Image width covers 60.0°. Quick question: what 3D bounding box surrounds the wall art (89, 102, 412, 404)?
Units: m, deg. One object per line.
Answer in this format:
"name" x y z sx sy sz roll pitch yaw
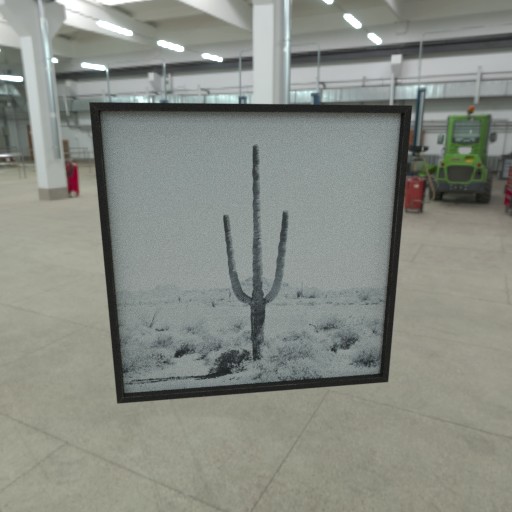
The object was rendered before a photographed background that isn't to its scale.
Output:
"wall art" 0.000 0.000 0.472 0.305 0.305 0.038 -2 15 -8
